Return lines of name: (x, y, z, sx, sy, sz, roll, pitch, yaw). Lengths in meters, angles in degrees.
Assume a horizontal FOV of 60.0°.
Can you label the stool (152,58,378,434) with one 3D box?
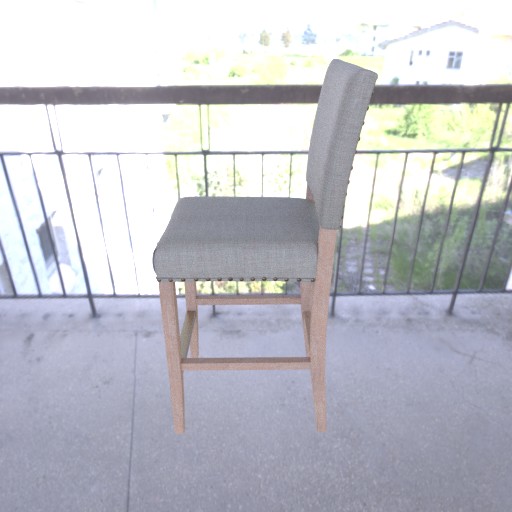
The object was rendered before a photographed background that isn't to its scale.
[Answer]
stool: (0.000, 0.000, 1.466, 0.585, 1.173, 0.445, 0, 27, 0)
